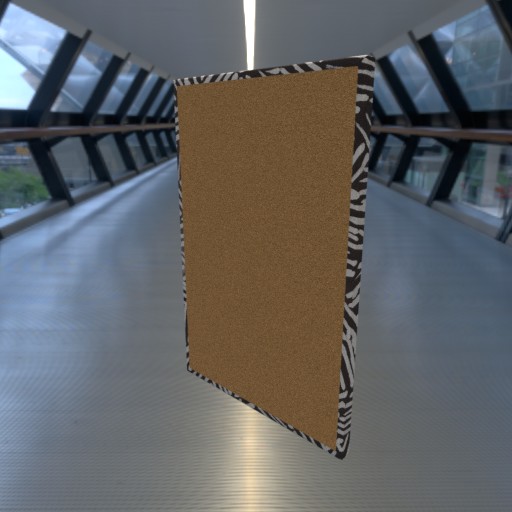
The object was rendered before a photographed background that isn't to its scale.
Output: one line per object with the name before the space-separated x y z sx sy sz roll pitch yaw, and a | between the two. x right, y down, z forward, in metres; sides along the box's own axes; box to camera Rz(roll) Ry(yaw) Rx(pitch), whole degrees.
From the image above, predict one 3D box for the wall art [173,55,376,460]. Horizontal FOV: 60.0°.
wall art | 0.000 0.000 1.179 0.615 0.918 0.035 15 21 42
